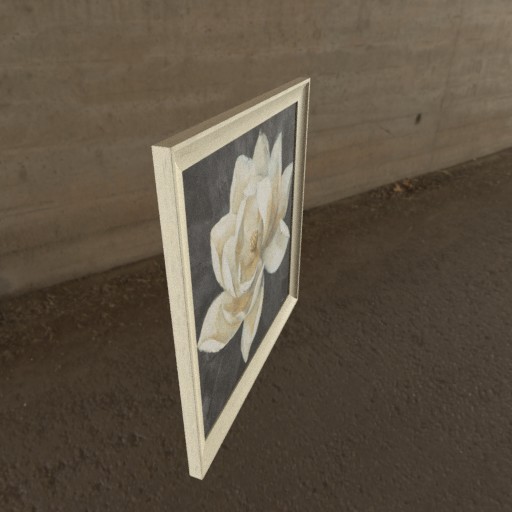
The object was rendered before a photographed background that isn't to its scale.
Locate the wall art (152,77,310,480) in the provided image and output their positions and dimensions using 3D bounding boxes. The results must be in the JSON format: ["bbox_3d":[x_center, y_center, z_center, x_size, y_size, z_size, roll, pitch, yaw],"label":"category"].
[{"bbox_3d":[0.000,0.000,1.513,0.045,1.016,1.016,11,31,18],"label":"wall art"}]
